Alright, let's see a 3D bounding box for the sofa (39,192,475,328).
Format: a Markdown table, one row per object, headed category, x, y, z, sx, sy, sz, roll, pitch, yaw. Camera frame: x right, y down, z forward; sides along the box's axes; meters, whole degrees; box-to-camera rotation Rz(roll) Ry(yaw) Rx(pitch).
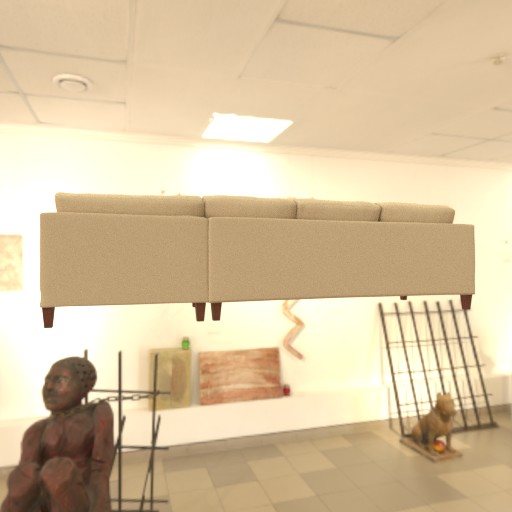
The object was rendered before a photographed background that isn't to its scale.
| category | x | y | z | sx | sy | sz | roll | pitch | yaw |
| --- | --- | --- | --- | --- | --- | --- | --- | --- | --- |
| sofa | 0.000 | 0.000 | 3.839 | 3.186 | 0.861 | 1.625 | 0 | 0 | -17 |
